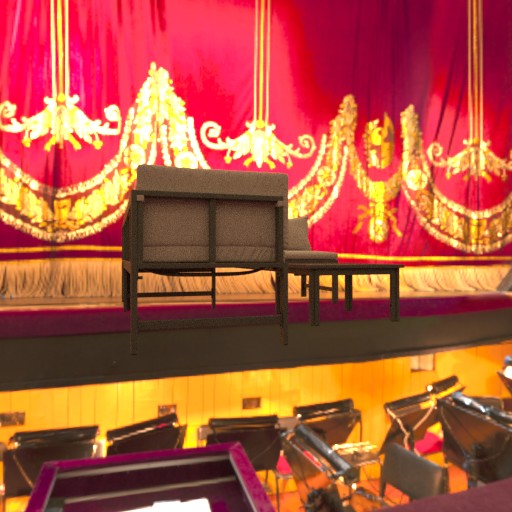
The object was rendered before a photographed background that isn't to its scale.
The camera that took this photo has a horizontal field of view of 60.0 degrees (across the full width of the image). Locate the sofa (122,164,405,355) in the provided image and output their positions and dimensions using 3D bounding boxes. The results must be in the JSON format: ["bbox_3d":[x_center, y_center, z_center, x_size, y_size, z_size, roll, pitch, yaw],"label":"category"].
[{"bbox_3d":[0.000,0.000,2.921,1.658,0.758,2.096,0,0,-18],"label":"sofa"}]
